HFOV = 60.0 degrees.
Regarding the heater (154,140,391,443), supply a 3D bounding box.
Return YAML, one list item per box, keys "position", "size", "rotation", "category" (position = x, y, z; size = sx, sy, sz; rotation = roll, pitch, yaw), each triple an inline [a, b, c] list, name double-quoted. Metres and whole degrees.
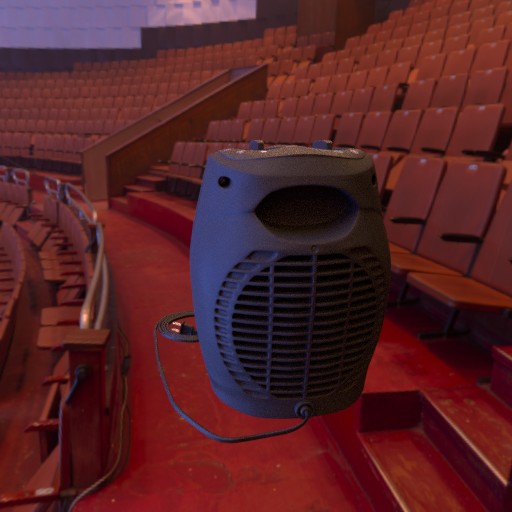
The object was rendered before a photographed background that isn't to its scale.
- position: [0.000, 0.000, 0.475]
  size: [0.239, 0.240, 0.291]
  rotation: [-2, 15, -9]
  category: "heater"
